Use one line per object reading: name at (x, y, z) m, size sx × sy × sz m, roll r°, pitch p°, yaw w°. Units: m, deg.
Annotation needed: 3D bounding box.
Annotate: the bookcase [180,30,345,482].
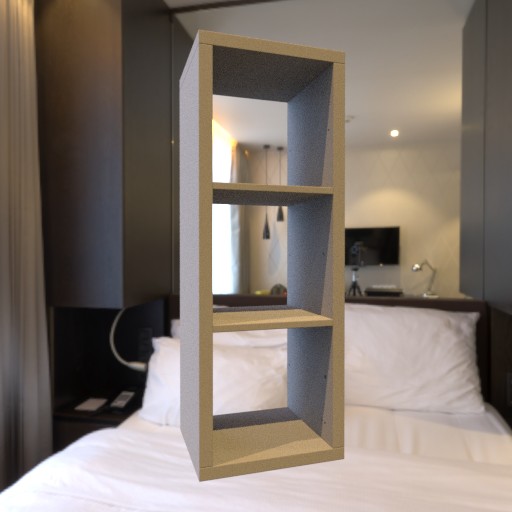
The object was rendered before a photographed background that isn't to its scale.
bookcase at (0.000, 0.000, 1.274) m, size 0.390 × 1.080 × 0.330 m, roll 0°, pitch 1°, yaw -18°
